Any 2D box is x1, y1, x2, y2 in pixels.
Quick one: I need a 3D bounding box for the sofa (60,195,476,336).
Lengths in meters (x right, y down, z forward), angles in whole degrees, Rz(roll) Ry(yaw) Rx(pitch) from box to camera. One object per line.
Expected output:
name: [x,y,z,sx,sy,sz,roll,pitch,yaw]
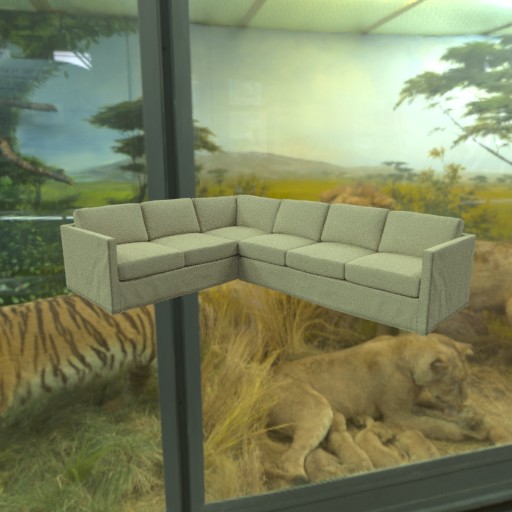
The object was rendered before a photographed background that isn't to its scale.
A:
sofa: [0.000,0.000,4.261,3.182,0.871,2.432,13,19,43]
